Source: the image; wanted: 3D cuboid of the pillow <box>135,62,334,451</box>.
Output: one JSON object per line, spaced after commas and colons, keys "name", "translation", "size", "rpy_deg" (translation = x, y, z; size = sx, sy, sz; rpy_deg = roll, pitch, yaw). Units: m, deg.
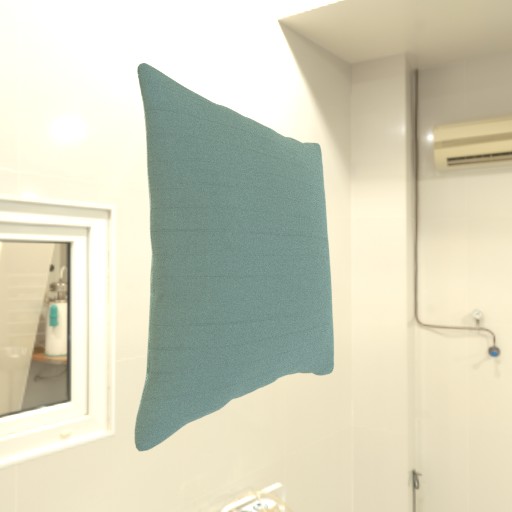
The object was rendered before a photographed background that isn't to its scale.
{"name": "pillow", "translation": [0.000, 0.000, 0.709], "size": [0.175, 0.464, 0.470], "rpy_deg": [-1, -1, 36]}
